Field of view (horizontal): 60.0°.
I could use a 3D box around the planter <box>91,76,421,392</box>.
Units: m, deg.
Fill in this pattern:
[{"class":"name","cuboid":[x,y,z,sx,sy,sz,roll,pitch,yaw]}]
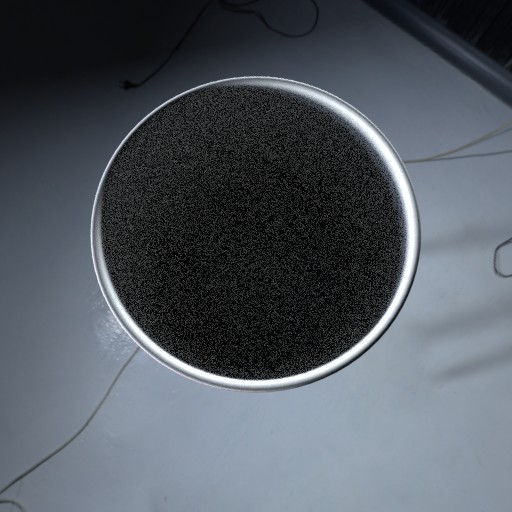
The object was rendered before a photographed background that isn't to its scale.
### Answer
[{"class":"planter","cuboid":[0.000,0.000,0.783,0.440,0.398,0.440,0,76,0]}]
